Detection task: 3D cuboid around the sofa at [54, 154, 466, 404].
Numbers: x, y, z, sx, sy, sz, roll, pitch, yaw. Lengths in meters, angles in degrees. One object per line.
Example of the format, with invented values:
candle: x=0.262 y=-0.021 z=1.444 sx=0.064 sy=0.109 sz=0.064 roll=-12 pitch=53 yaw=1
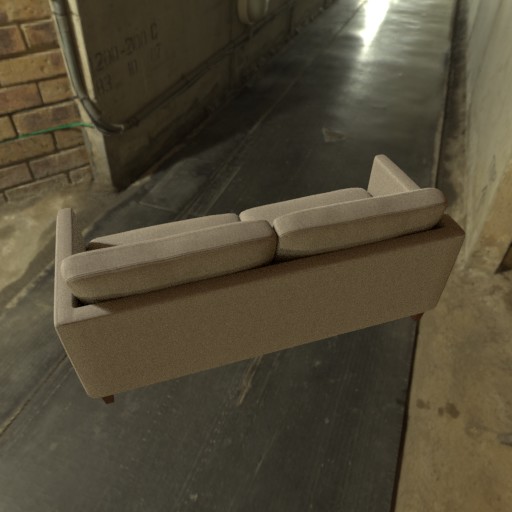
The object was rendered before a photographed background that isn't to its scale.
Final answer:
sofa: x=0.000 y=0.000 z=2.730 sx=2.208 sy=0.963 sz=0.956 roll=-12 pitch=44 yaw=-13
